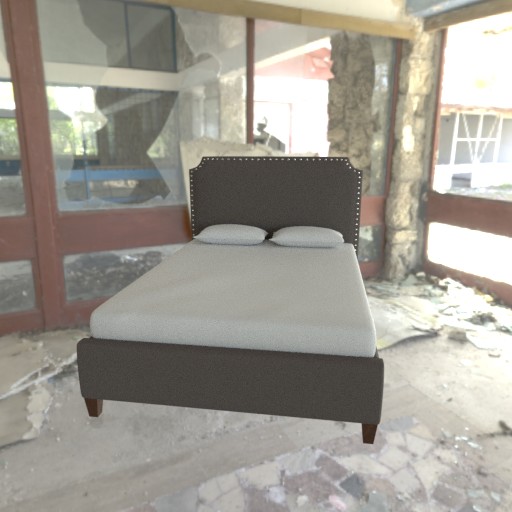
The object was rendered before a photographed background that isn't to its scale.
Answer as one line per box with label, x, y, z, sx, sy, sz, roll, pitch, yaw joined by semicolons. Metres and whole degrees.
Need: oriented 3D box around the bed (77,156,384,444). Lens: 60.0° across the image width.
bed;0.000;0.000;3.412;1.713;1.443;2.372;2;14;9
